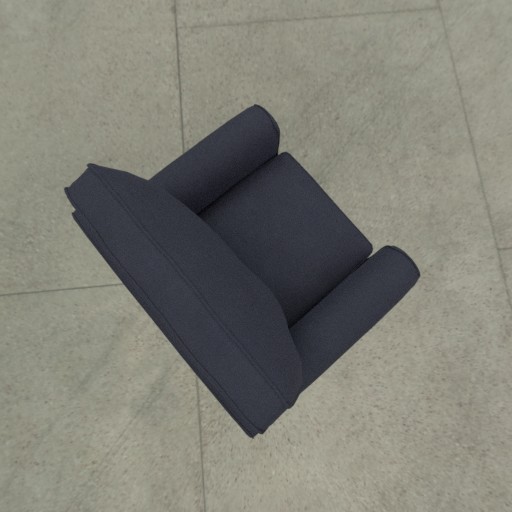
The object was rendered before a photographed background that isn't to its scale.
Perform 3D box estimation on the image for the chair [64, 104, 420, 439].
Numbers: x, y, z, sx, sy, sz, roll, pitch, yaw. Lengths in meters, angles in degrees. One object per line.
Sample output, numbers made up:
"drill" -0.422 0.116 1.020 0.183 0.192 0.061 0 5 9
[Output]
"chair" 0.000 0.000 1.949 1.002 1.140 1.119 -40 79 -9
